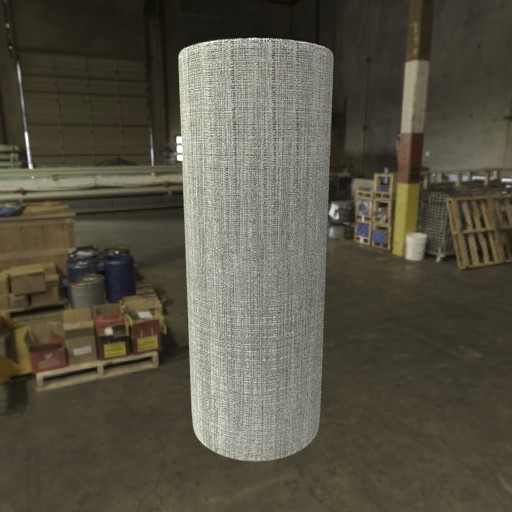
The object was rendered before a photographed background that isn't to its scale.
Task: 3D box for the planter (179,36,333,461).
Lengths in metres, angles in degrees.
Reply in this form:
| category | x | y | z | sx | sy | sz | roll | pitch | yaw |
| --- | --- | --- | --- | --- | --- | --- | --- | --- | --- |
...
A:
| category | x | y | z | sx | sy | sz | roll | pitch | yaw |
| --- | --- | --- | --- | --- | --- | --- | --- | --- | --- |
| planter | 0.000 | 0.000 | 0.320 | 0.100 | 0.270 | 0.100 | -6 | 15 | -25 |
